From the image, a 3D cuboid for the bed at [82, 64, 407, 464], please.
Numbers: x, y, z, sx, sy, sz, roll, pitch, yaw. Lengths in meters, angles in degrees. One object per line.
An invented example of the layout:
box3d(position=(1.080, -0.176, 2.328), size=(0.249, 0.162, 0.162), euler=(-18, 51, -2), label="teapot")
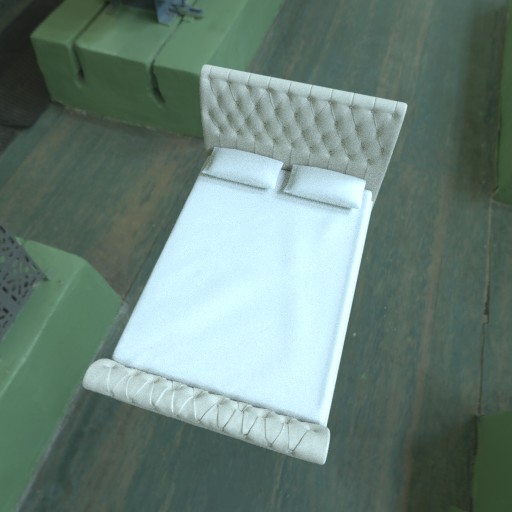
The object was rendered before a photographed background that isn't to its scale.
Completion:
box3d(position=(0.000, 0.000, 3.317), size=(1.606, 1.268, 2.493), euler=(14, 60, 9), label="bed")
